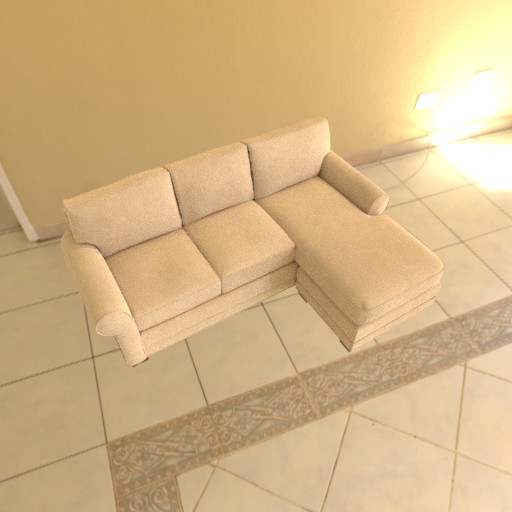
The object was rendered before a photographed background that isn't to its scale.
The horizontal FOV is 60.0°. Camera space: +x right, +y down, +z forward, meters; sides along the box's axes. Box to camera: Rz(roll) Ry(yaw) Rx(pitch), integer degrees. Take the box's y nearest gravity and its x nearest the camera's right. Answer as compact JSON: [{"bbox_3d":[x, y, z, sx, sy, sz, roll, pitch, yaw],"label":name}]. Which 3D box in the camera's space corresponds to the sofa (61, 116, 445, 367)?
[{"bbox_3d":[0.000,0.000,2.387,1.770,0.734,1.226,-24,51,-21],"label":"sofa"}]
